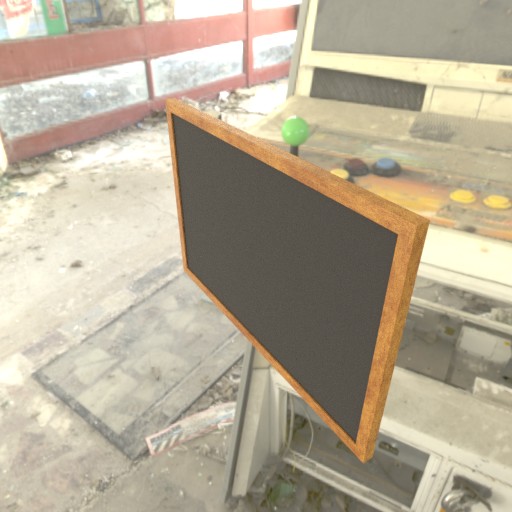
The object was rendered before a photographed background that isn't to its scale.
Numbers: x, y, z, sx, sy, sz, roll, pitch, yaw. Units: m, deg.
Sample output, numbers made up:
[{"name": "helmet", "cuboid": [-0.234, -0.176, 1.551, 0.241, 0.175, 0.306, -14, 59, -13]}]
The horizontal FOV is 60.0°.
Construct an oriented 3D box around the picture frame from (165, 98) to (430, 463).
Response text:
[{"name": "picture frame", "cuboid": [0.000, 0.000, 1.169, 0.029, 0.621, 0.922, -20, 38, -28]}]
